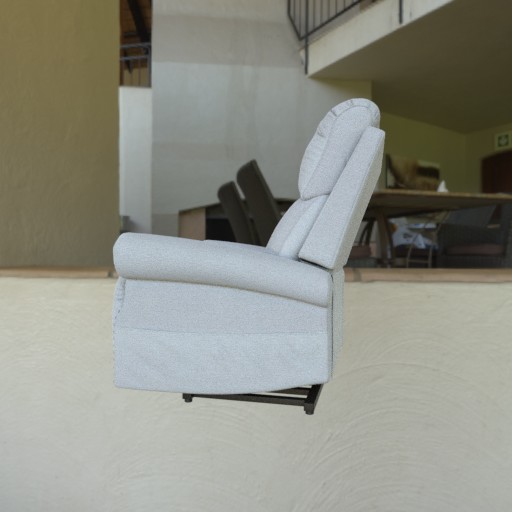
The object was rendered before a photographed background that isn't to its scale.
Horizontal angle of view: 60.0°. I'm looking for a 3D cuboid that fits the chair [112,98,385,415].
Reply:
[{"bbox_3d":[0.000,0.000,1.783,0.979,1.031,0.871,0,0,15],"label":"chair"}]
